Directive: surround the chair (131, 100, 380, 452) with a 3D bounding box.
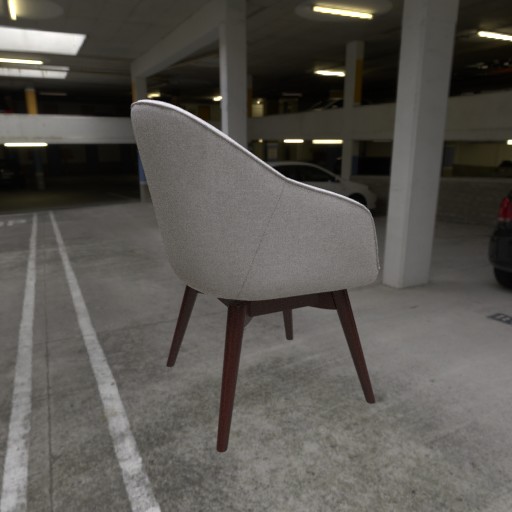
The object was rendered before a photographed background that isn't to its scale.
[{"bbox_3d":[0.000,0.000,1.272,0.635,0.823,0.596,-7,16,-25],"label":"chair"}]
